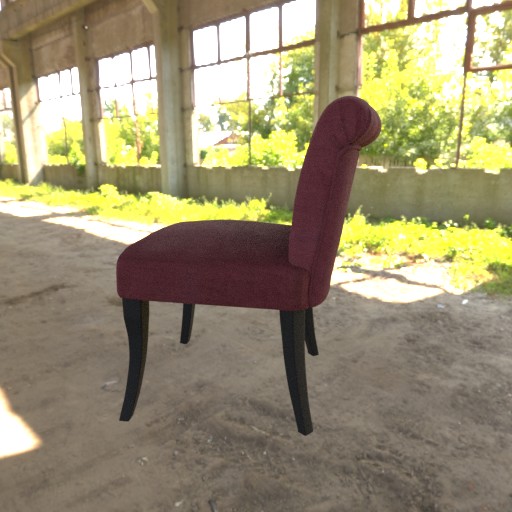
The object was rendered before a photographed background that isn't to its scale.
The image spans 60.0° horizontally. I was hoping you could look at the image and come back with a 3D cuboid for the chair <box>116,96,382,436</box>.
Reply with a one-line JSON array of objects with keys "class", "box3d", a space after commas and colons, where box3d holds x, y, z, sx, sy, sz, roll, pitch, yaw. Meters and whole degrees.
[{"class": "chair", "box3d": [0.000, 0.000, 1.196, 0.605, 0.750, 0.582, 2, 13, 9]}]
